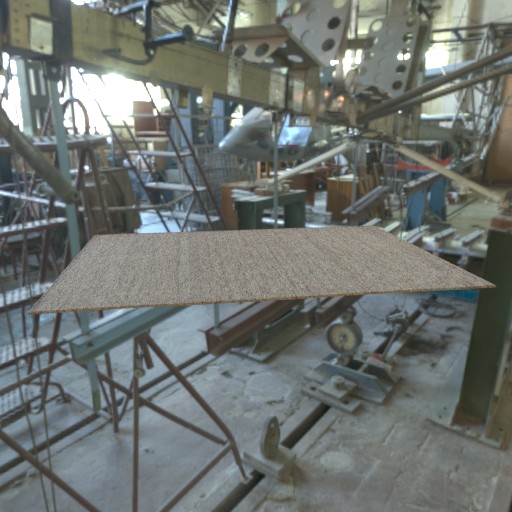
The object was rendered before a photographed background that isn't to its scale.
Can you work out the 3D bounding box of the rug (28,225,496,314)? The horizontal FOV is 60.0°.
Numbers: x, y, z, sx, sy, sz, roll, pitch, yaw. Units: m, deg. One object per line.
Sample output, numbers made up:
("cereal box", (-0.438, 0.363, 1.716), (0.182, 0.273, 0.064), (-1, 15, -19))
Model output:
("rug", (0.000, 0.000, 2.860), (2.283, 0.013, 1.547), (-2, 16, -9))
